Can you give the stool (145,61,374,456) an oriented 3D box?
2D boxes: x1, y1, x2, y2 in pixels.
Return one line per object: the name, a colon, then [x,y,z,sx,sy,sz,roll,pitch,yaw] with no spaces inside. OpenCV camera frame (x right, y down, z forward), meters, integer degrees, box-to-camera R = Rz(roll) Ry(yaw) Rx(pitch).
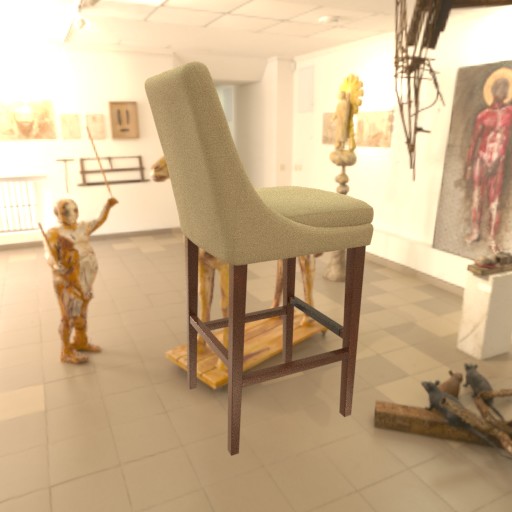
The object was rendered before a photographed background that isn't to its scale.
stool: [0.000,0.000,1.415,0.577,1.078,0.470,-8,18,-25]
